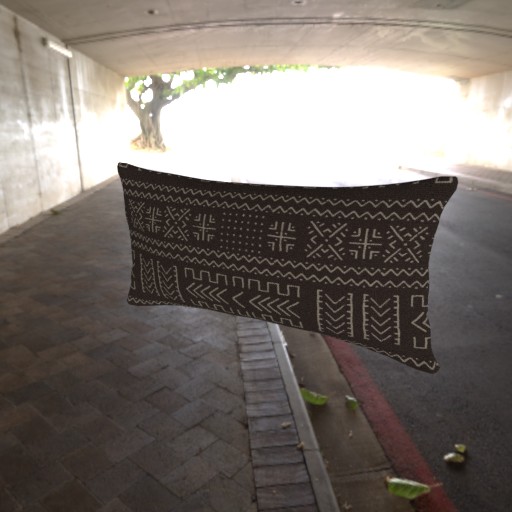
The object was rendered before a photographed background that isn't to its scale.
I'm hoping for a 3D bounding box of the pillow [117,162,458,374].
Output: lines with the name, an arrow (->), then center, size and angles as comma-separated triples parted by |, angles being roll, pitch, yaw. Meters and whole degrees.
pillow -> 0.000, 0.000, 0.822 | 0.667, 0.322, 0.135 | 8, 18, 26
